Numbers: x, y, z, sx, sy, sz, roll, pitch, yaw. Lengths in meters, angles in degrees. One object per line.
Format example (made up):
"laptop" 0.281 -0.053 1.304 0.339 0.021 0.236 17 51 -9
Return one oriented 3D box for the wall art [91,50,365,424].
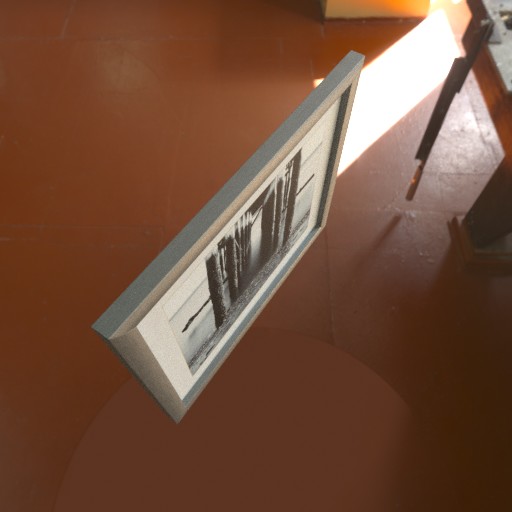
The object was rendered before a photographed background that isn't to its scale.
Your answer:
"wall art" 0.000 0.000 0.763 0.028 0.457 0.556 31 64 17
